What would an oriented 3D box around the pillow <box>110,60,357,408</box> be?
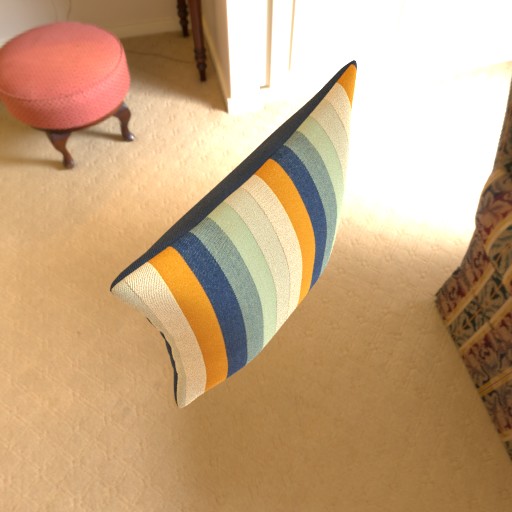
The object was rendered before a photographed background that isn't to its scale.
[{"bbox_3d":[0.000,0.000,0.717,0.173,0.454,0.463,33,63,19],"label":"pillow"}]
